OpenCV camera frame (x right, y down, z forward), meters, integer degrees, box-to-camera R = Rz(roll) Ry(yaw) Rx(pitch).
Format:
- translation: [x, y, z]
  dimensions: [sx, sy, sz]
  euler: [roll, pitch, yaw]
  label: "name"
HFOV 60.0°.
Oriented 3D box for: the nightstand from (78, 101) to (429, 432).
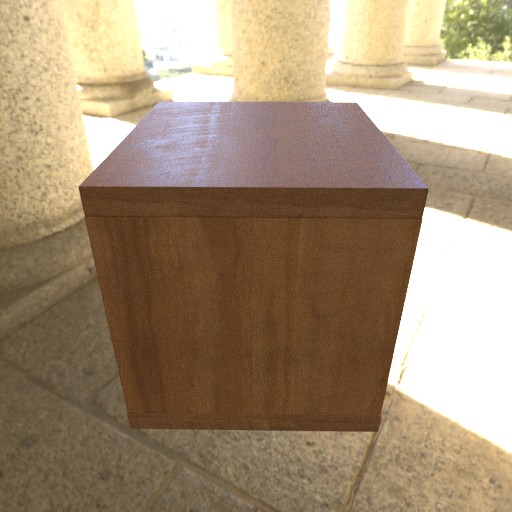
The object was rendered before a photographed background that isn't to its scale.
- translation: [0.000, 0.000, 0.881]
  dimensions: [0.436, 0.491, 0.493]
  euler: [0, 31, 1]
  label: "nightstand"
